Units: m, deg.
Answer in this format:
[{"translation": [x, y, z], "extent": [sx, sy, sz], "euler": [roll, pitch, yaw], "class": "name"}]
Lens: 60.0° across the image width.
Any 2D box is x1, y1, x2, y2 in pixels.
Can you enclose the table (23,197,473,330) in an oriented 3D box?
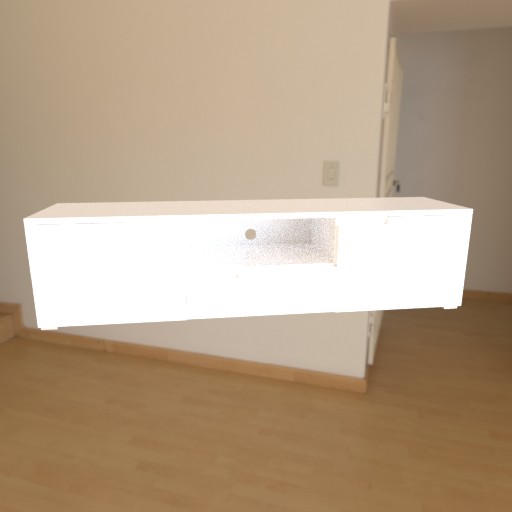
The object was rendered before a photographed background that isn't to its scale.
[{"translation": [0.000, 0.000, 1.854], "extent": [1.650, 0.420, 0.390], "euler": [-2, 15, -7], "class": "table"}]
